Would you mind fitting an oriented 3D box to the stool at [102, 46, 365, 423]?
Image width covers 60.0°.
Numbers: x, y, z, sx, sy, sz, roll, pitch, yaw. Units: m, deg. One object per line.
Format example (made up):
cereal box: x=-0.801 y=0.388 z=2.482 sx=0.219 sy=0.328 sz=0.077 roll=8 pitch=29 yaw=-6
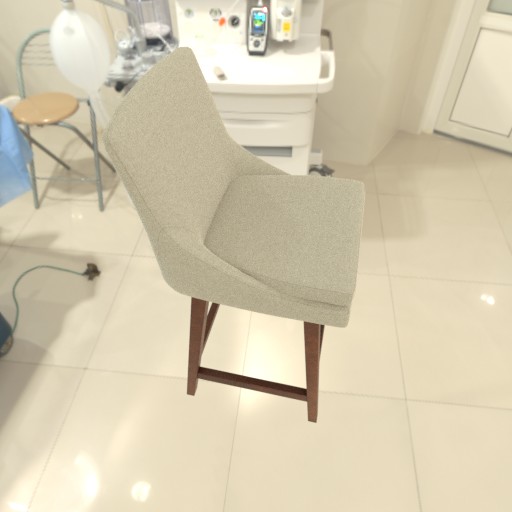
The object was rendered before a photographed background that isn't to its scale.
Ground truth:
stool: x=0.000 y=0.000 z=1.289 sx=0.559 sy=0.991 sz=0.469 roll=9 pitch=47 yaw=9
